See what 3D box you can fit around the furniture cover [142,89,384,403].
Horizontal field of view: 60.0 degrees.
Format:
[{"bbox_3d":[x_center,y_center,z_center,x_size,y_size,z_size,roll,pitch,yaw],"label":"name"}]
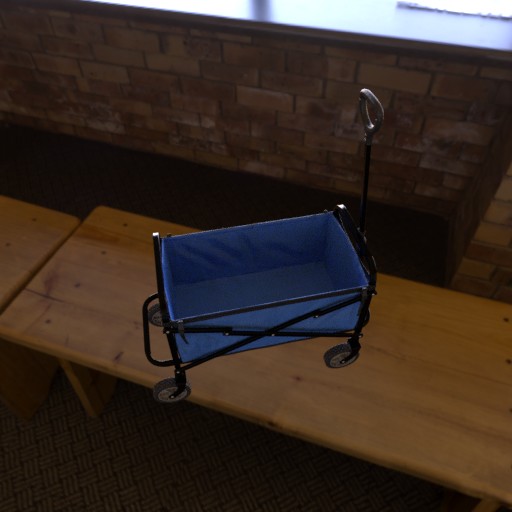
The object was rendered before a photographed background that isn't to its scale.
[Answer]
[{"bbox_3d":[0.000,0.000,1.798,1.038,1.295,0.532,-9,48,-9],"label":"furniture cover"}]
